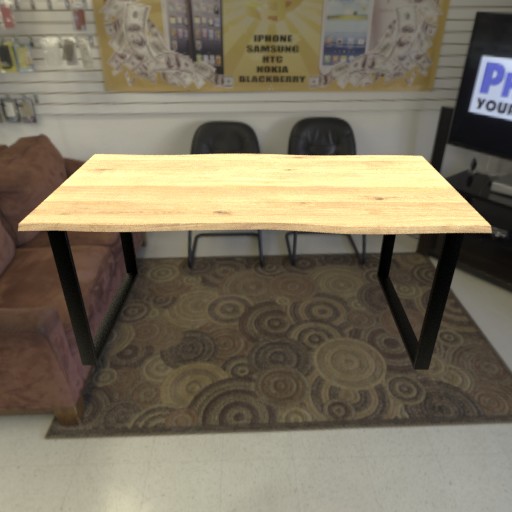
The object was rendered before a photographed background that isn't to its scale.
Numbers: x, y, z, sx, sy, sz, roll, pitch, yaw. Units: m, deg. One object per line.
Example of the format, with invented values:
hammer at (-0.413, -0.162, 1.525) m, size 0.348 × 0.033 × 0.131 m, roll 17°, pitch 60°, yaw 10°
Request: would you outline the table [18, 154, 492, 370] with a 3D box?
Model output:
table at (0.000, 0.000, 2.246) m, size 1.800 × 0.780 × 0.900 m, roll 1°, pitch 30°, yaw 1°
